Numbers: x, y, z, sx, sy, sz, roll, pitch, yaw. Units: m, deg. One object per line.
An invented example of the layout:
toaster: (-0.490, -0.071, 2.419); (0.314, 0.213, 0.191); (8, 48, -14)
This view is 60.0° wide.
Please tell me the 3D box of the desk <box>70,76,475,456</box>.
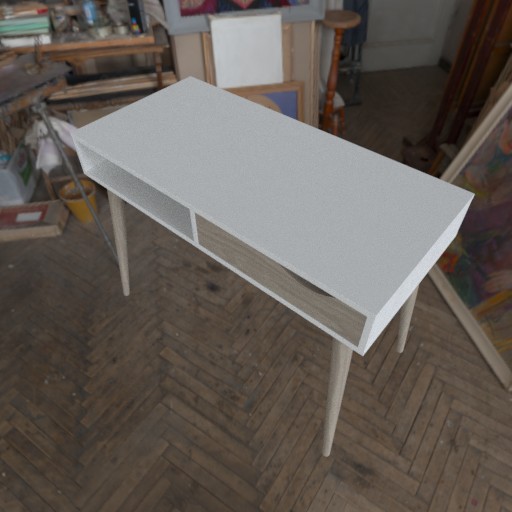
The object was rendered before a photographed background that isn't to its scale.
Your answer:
desk: (0.000, 0.000, 1.420); (0.979, 0.723, 0.491); (32, 54, 26)
